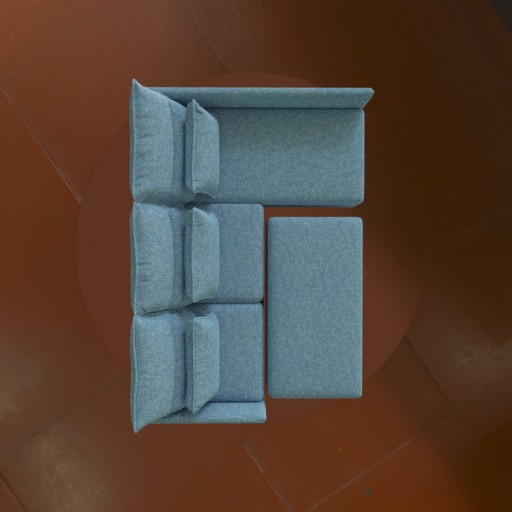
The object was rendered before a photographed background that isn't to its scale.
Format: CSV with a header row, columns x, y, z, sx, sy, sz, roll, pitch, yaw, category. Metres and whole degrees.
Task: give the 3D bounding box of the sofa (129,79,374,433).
x,y,z,sx,sy,sz,roll,pitch,yaw,category
0.000,0.000,2.838,1.420,0.899,2.034,0,91,-1,sofa
